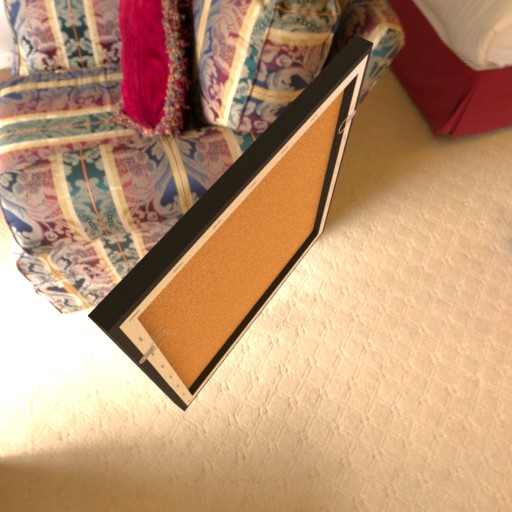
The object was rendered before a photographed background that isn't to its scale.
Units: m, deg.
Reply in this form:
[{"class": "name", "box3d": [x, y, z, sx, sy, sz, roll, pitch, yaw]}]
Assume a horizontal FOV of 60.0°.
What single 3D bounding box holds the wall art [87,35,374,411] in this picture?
[{"class": "wall art", "box3d": [0.000, 0.000, 1.106, 0.044, 0.758, 0.758, 33, 67, 16]}]
